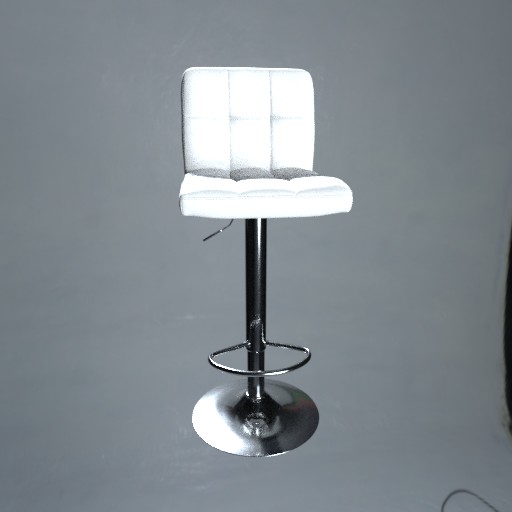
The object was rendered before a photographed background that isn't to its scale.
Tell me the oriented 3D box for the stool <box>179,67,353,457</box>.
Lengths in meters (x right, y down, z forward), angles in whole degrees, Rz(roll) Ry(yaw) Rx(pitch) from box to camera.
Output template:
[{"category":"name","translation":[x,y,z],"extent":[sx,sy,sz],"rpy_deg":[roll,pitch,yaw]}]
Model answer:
[{"category":"stool","translation":[0.000,0.000,1.347],"extent":[0.430,1.115,0.505],"rpy_deg":[-2,16,-7]}]
